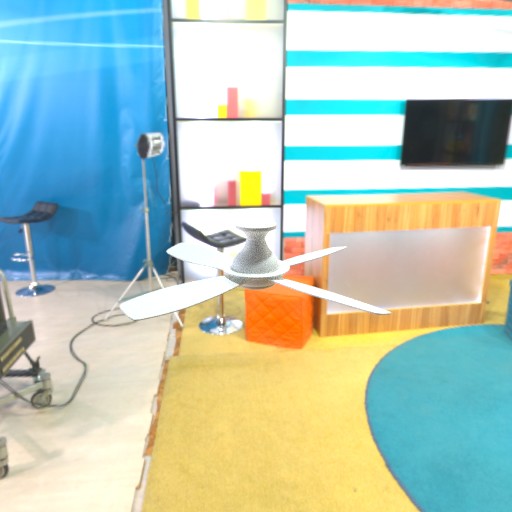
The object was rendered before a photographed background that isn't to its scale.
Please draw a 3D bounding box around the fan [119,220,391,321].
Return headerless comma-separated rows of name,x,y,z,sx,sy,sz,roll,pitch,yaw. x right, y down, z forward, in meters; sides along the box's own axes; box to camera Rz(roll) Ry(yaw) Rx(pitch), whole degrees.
fan,0.000,0.000,2.572,1.693,0.382,1.694,-15,22,-42
